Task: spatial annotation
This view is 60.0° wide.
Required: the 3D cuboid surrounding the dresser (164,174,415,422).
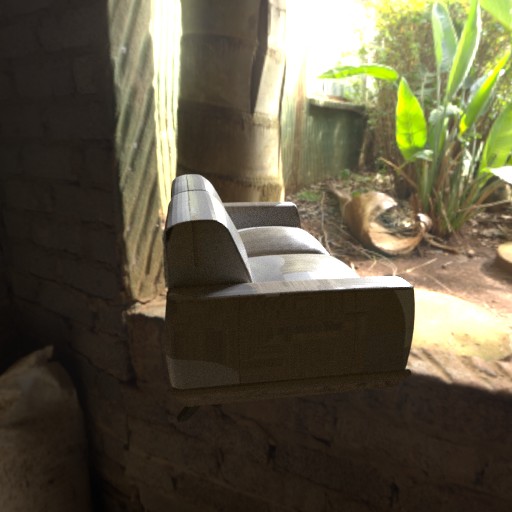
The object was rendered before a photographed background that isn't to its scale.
[{"bbox_3d":[0.000,0.000,5.955,2.251,1.863,4.679,-3,16,-9],"label":"dresser"}]
